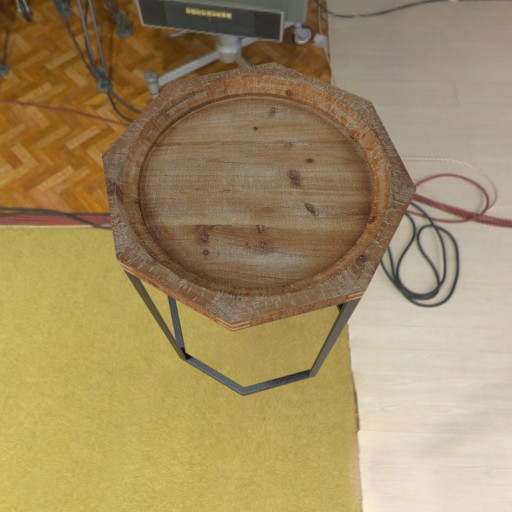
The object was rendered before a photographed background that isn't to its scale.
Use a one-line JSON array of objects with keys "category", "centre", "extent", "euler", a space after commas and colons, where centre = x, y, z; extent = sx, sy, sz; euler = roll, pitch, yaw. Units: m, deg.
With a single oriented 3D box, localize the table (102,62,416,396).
[{"category": "table", "centre": [0.000, 0.000, 0.882], "extent": [0.458, 0.543, 0.458], "euler": [-34, 68, -16]}]
